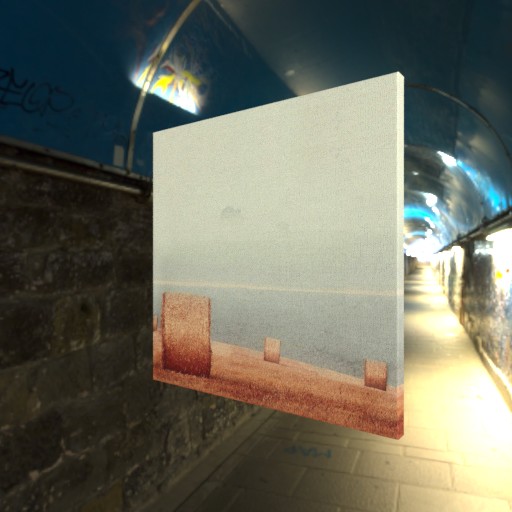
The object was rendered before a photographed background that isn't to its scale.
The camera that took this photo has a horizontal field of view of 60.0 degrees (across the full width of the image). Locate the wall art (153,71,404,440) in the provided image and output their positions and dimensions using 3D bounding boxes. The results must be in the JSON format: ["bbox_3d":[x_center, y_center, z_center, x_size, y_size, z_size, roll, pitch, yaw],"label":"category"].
[{"bbox_3d":[0.000,0.000,0.919,0.605,0.605,0.034,0,0,36],"label":"wall art"}]
